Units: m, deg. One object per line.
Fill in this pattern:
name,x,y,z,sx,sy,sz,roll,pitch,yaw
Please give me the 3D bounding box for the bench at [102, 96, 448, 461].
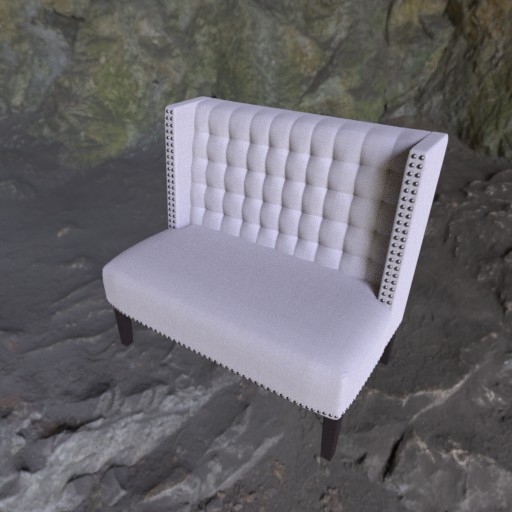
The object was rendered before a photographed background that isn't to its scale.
bench,0.000,0.000,2.020,1.280,1.123,0.847,19,36,29
